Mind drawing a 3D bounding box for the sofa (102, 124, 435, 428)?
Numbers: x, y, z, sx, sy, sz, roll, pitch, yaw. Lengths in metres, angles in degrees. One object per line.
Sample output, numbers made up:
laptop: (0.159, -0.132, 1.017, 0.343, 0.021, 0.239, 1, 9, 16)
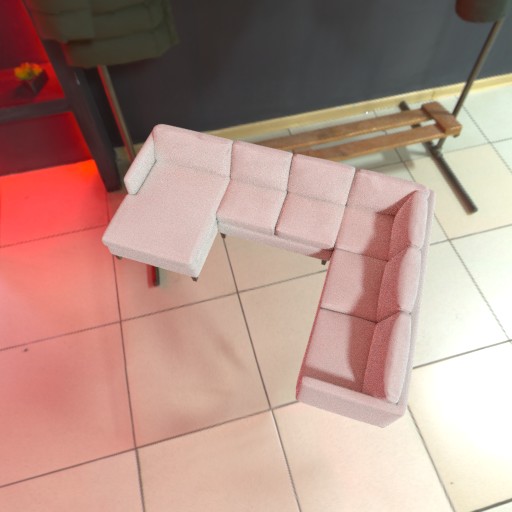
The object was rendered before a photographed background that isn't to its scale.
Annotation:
sofa: (0.000, 0.000, 4.817, 3.459, 0.956, 2.593, 15, 60, 9)
